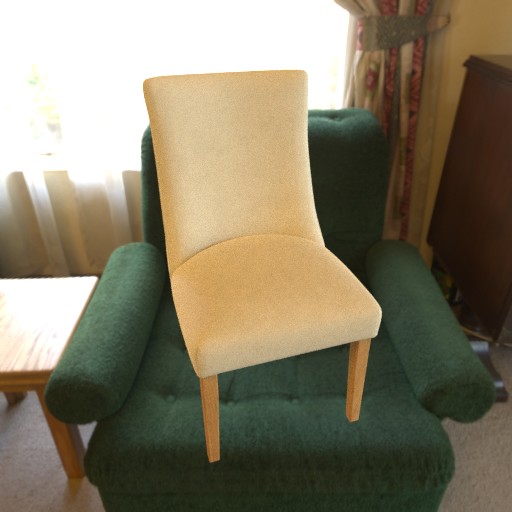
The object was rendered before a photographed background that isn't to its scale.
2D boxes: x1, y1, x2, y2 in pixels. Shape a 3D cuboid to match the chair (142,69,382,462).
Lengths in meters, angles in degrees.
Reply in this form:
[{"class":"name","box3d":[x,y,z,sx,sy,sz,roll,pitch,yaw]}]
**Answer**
[{"class":"chair","box3d":[0.000,0.000,1.261,0.495,0.902,0.610,-10,33,-15]}]
